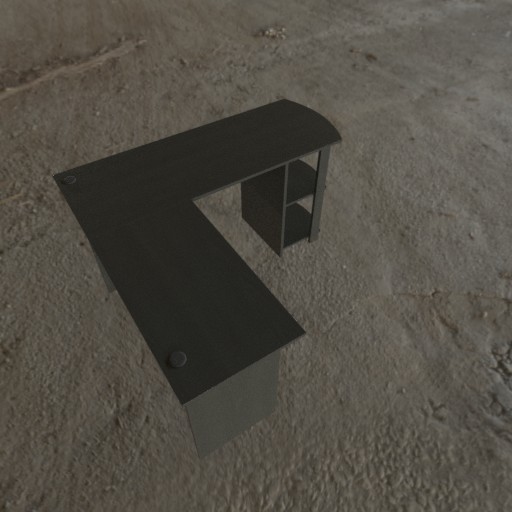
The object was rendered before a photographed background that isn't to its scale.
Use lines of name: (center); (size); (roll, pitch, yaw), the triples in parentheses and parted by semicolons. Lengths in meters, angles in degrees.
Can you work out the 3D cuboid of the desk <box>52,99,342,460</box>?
desk: (0.000, 0.000, 2.155); (1.361, 0.716, 1.303); (-26, 52, -22)
